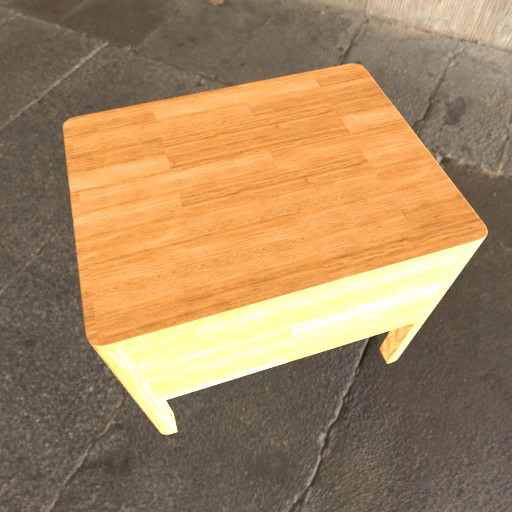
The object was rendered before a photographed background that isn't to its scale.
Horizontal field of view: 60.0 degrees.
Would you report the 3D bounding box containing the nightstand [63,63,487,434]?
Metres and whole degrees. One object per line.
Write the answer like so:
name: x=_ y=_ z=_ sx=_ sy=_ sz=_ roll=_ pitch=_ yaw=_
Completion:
nightstand: x=0.000 y=0.000 z=0.886 sx=0.560 sy=0.470 sz=0.440 roll=-15 pitch=57 yaw=-10
